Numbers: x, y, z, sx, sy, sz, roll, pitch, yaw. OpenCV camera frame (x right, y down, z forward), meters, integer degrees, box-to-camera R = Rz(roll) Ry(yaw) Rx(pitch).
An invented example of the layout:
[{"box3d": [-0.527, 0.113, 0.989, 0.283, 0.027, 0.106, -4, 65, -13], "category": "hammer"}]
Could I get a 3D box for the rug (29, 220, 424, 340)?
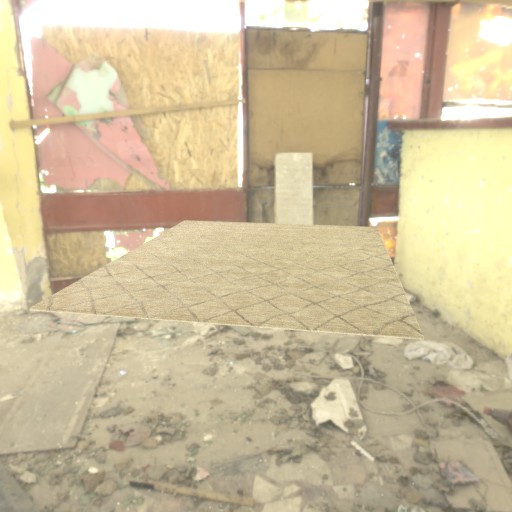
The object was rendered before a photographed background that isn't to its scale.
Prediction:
[{"box3d": [0.000, 0.000, 4.083, 2.420, 0.019, 3.038, 3, 16, 10], "category": "rug"}]
